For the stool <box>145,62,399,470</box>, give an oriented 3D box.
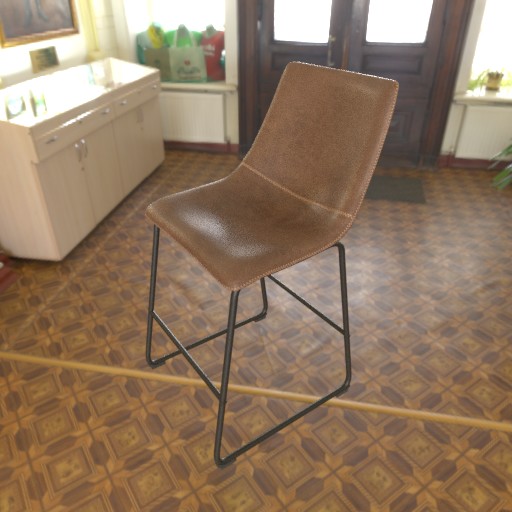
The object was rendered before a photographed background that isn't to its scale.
[{"bbox_3d":[0.000,0.000,1.190,0.550,0.890,0.460,-20,37,-29],"label":"stool"}]
